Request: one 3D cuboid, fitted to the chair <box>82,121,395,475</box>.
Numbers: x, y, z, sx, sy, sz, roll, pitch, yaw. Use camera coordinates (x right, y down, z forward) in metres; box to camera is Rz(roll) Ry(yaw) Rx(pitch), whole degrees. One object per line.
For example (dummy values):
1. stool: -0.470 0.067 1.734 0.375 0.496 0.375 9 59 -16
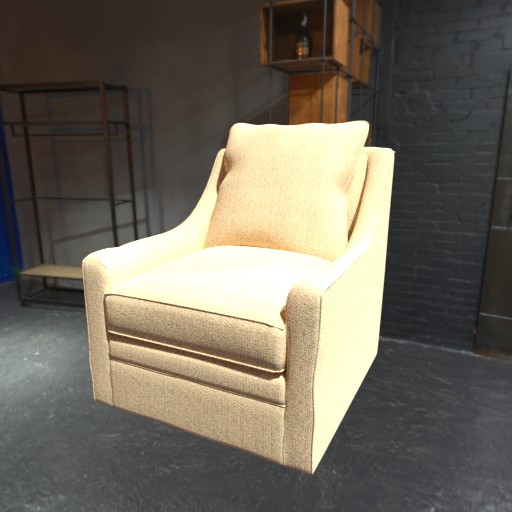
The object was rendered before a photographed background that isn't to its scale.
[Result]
1. chair: 0.000 0.000 1.539 0.760 0.927 0.876 7 15 26
